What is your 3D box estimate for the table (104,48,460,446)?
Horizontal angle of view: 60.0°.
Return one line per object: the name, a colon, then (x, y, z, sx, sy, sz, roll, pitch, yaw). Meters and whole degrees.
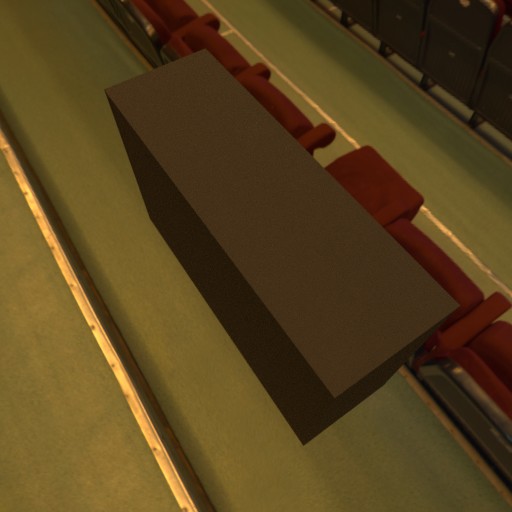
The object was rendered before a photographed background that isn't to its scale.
table: (0.000, 0.000, 1.633, 0.400, 0.855, 1.200, -30, 64, -17)
